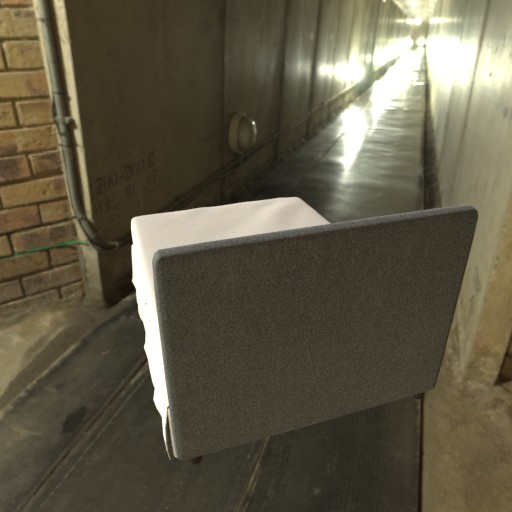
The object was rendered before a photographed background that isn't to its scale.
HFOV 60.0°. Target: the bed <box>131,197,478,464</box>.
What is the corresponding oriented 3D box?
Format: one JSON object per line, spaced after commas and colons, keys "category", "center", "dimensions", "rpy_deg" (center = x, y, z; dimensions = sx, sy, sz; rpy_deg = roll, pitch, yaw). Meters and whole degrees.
{"category": "bed", "center": [0.000, 0.000, 3.191], "dimensions": [1.723, 1.330, 2.142], "rpy_deg": [-9, 29, -17]}
